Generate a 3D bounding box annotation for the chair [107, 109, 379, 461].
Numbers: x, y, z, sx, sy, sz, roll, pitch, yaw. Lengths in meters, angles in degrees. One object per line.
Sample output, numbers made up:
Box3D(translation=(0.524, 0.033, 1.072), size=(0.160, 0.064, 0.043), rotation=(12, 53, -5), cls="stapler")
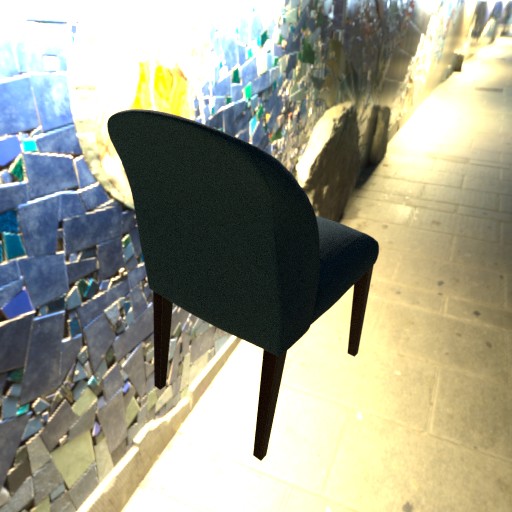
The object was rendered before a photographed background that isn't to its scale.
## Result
Box3D(translation=(0.000, 0.000, 1.249), size=(0.507, 0.879, 0.620), rotation=(21, 35, 33), cls="chair")
